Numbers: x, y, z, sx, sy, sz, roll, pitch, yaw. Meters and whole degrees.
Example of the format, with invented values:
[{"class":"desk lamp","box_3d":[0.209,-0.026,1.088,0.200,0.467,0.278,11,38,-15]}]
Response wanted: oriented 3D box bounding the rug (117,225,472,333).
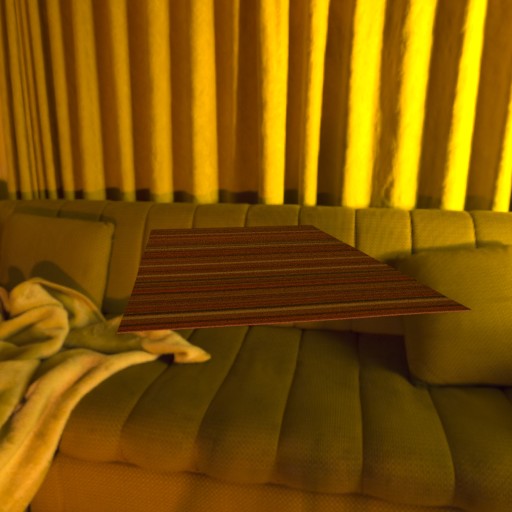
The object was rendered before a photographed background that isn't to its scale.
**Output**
[{"class":"rug","box_3d":[0.000,0.000,3.008,1.523,0.008,2.438,-2,13,-10]}]
